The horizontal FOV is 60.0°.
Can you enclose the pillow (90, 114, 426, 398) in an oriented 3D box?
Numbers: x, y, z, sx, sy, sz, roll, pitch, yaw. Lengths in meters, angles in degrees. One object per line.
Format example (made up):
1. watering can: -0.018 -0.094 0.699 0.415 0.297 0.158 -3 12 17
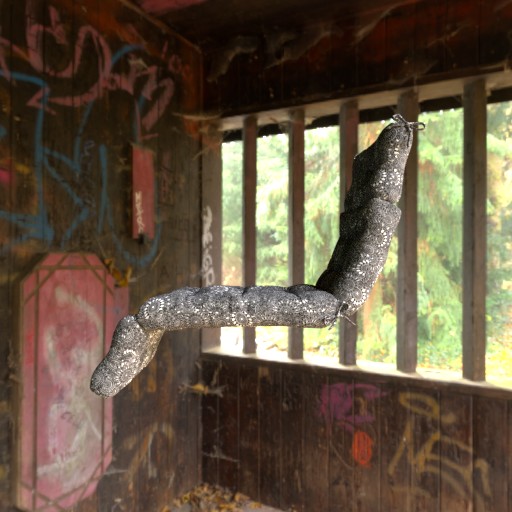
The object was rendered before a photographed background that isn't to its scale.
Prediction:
1. pillow: 0.000 0.000 1.564 1.016 0.863 0.526 0 0 0
